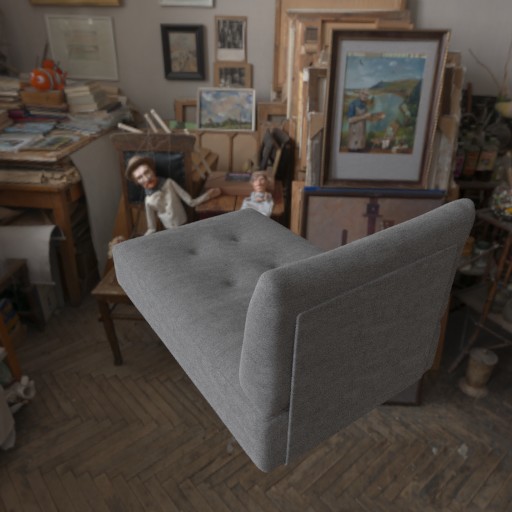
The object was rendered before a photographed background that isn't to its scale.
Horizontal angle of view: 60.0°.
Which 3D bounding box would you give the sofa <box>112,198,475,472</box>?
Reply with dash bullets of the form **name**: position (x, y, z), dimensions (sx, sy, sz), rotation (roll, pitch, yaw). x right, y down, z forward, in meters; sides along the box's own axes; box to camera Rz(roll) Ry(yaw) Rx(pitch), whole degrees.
- **sofa**: position (0.000, 0.000, 2.019), dimensions (0.930, 0.820, 1.450), rotation (-19, 35, -29)
